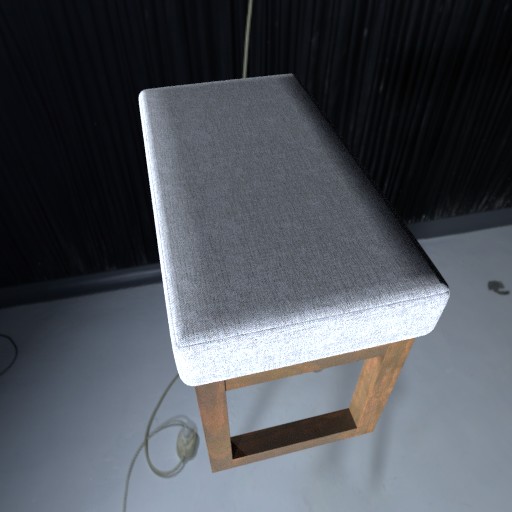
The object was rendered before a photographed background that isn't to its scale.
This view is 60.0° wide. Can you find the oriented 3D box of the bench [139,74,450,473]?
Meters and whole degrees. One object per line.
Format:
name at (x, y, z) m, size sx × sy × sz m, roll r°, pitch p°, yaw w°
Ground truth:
bench at (0.000, 0.000, 0.925) m, size 0.366 × 0.467 × 0.681 m, roll -10°, pitch 47°, yaw -10°
